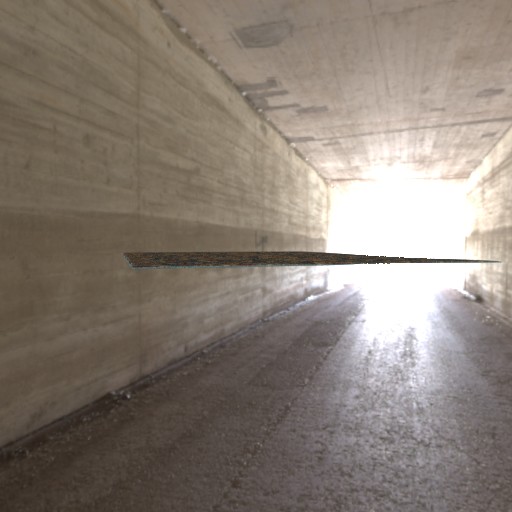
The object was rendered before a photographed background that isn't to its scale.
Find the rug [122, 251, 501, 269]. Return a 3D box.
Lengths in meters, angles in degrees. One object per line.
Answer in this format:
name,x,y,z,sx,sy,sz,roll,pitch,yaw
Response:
rug,0.000,0.000,4.117,2.337,0.013,3.291,-1,2,-18
